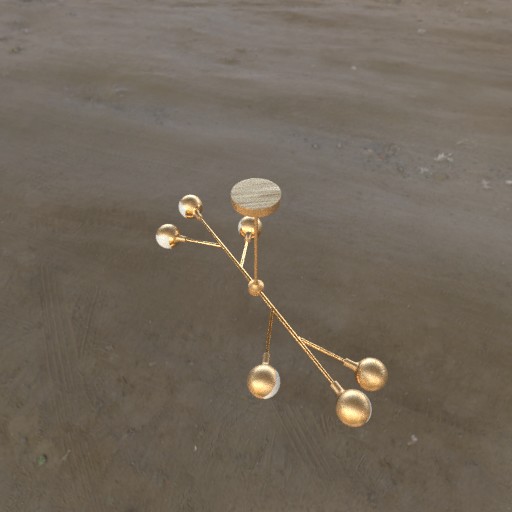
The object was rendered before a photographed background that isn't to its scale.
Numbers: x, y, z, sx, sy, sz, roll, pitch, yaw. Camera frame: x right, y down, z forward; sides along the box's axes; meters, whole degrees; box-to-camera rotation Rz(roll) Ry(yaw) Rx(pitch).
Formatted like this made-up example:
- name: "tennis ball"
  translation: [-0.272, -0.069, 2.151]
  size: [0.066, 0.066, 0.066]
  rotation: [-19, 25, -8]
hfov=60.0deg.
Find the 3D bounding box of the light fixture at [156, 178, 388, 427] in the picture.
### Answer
- name: "light fixture"
  translation: [0.000, 0.000, 1.019]
  size: [0.434, 0.362, 0.778]
  rotation: [-12, 47, -11]
